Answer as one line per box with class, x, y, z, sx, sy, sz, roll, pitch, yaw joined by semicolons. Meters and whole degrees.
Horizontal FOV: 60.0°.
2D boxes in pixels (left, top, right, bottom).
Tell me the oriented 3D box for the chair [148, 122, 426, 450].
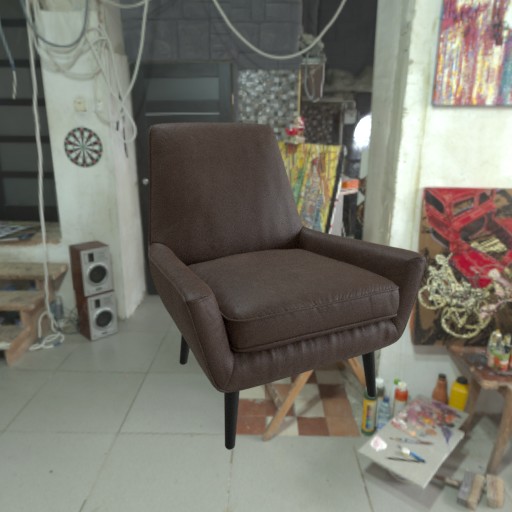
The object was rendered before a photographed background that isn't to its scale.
chair;0.000;0.000;1.527;0.787;0.888;0.824;-8;18;-27
